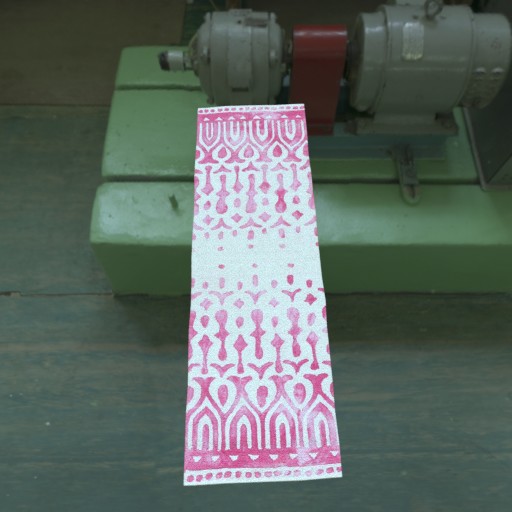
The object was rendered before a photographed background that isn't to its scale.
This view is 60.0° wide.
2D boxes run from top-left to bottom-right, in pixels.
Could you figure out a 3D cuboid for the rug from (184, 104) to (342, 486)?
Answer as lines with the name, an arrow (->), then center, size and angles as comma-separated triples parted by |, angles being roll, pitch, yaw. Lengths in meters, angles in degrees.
rug -> 0.000, 0.000, 2.689 | 0.787, 0.011, 2.458 | -1, 64, -1
